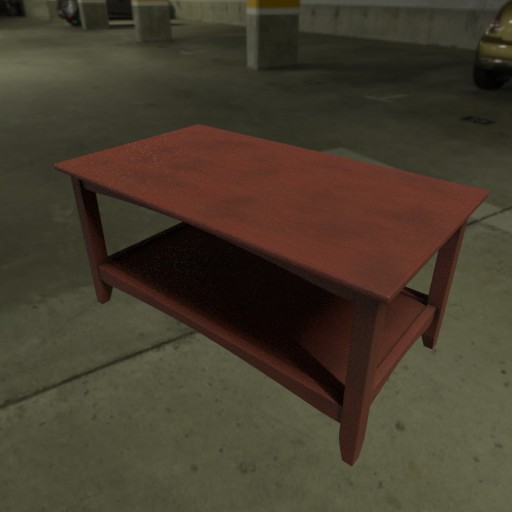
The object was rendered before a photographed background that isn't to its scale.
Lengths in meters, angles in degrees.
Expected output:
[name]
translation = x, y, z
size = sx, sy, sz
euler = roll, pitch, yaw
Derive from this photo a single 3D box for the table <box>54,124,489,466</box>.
[table]
translation = 0.000, 0.000, 1.204
size = 0.943, 0.456, 0.533
euler = 23, 37, 33
